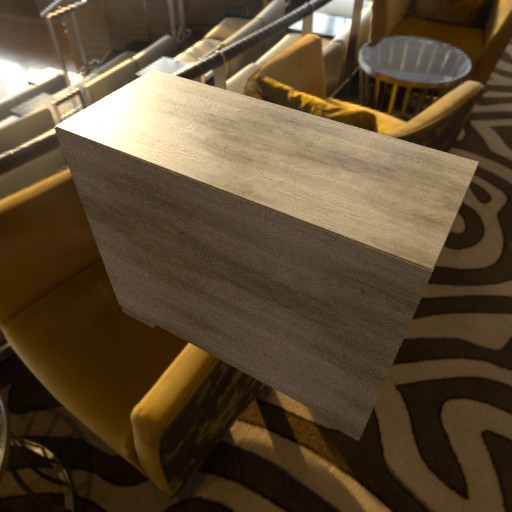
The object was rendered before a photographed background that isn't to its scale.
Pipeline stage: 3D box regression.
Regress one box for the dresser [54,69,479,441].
[{"bbox_3d":[0.000,0.000,1.403,0.994,0.816,0.404,23,51,21],"label":"dresser"}]
